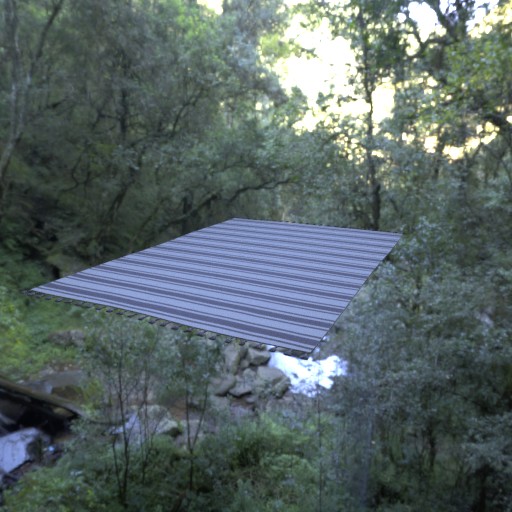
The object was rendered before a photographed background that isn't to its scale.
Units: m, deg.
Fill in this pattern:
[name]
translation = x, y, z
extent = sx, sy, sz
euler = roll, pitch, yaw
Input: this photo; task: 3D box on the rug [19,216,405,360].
[rug]
translation = 0.000, 0.000, 3.811
extent = 2.030, 0.017, 3.040
euler = 8, 18, 25
